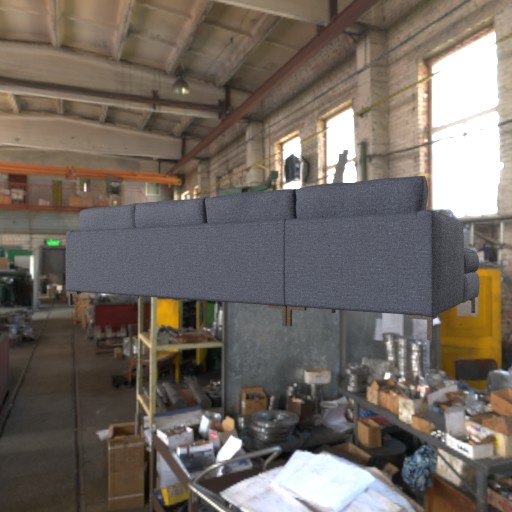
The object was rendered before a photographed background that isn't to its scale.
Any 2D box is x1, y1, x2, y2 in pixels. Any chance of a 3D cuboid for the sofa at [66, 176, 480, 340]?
[{"bbox_3d":[0.000,0.000,2.833,2.445,0.673,1.125,0,0,34],"label":"sofa"}]
